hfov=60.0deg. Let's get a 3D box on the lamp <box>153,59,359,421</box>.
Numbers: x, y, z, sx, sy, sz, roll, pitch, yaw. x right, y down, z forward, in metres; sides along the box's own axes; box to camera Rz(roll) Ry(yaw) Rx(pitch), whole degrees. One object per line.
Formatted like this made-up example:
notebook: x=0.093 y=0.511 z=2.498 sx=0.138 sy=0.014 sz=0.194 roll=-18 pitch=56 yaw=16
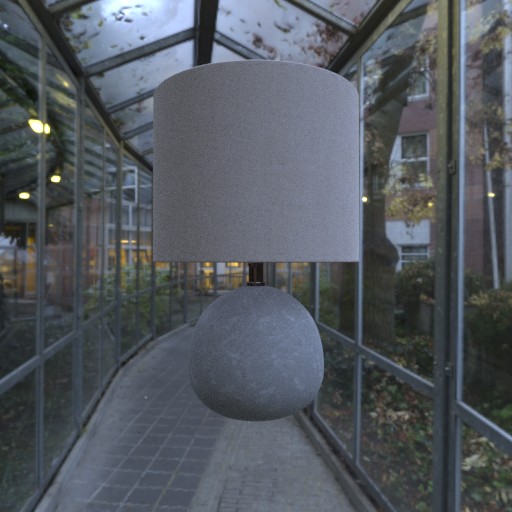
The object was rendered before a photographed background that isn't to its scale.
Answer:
lamp: x=0.000 y=0.000 z=0.594 sx=0.269 sy=0.409 sz=0.269 roll=0 pitch=0 yaw=19
